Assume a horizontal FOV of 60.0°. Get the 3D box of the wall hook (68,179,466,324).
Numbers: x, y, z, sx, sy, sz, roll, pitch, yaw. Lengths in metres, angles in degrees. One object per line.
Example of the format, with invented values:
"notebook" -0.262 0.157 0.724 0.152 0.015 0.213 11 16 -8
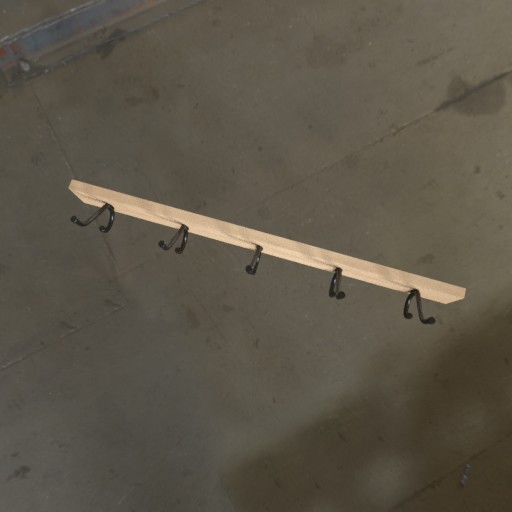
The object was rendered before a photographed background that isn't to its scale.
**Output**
"wall hook" 0.000 0.000 0.613 0.571 0.117 0.071 16 77 4
